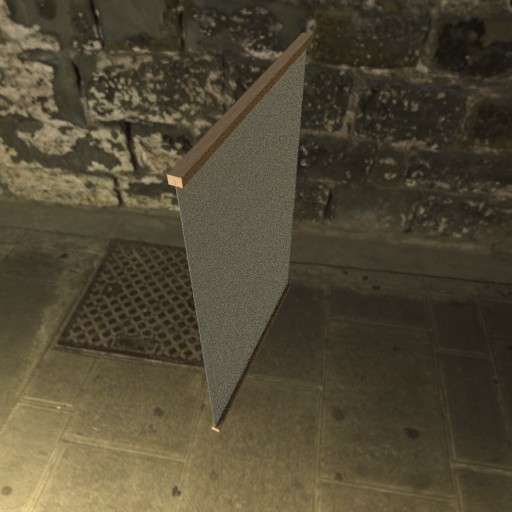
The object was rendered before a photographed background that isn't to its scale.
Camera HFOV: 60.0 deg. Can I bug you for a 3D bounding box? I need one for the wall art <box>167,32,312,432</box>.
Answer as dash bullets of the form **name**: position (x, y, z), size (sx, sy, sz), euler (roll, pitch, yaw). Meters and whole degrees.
- **wall art**: position (0.000, 0.000, 1.300), size (0.027, 1.020, 0.669), euler (17, 49, 16)
